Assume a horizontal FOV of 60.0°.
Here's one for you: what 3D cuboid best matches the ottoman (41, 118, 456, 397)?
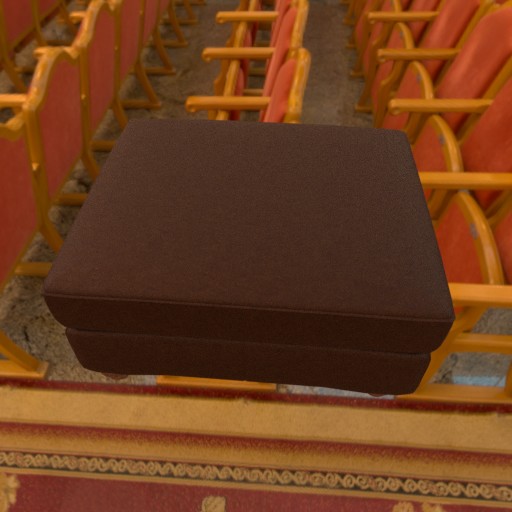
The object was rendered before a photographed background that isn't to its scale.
[{"bbox_3d":[0.000,0.000,1.772,1.187,0.730,0.967,3,47,3],"label":"ottoman"}]
